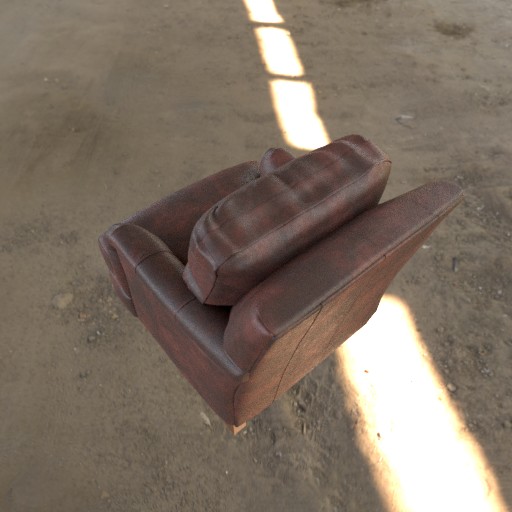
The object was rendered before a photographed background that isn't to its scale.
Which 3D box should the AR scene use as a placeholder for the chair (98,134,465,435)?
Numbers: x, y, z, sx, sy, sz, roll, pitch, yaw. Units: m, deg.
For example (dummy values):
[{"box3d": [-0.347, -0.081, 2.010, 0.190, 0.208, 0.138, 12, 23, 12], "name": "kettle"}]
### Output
[{"box3d": [0.000, 0.000, 1.907, 0.987, 1.051, 1.156, -32, 54, -27], "name": "chair"}]
